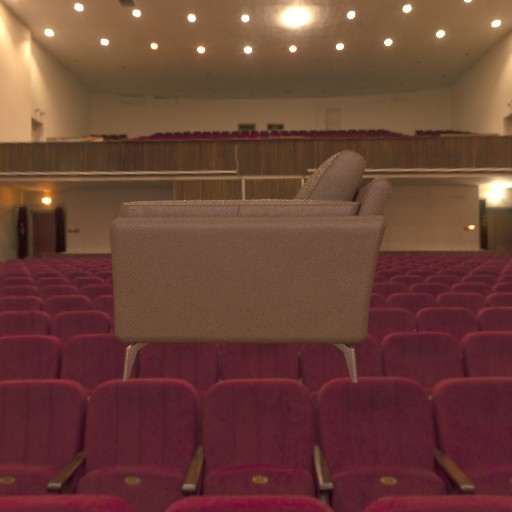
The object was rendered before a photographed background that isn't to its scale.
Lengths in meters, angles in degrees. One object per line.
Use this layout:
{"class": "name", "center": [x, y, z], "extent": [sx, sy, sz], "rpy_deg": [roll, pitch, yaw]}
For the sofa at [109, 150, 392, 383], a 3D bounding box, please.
{"class": "sofa", "center": [0.000, 0.000, 2.634], "extent": [1.049, 0.930, 2.101], "rpy_deg": [0, 0, 1]}
